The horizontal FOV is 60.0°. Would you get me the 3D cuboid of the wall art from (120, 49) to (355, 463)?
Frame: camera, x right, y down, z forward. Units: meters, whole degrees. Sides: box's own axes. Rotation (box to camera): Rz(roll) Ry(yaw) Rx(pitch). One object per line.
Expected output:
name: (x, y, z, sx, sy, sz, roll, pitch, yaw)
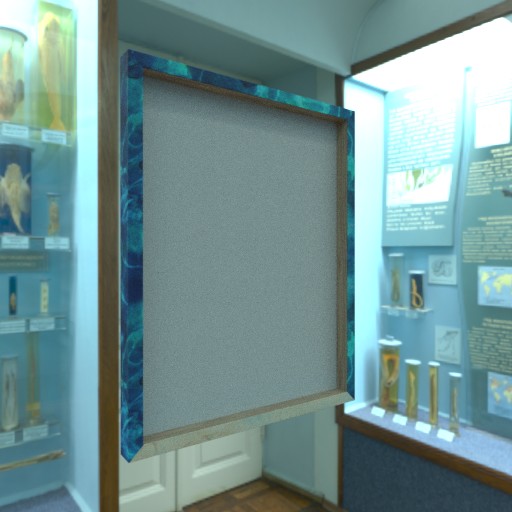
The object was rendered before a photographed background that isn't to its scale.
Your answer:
wall art: (0.000, 0.000, 0.842, 0.508, 0.635, 0.038, 0, 0, -35)
